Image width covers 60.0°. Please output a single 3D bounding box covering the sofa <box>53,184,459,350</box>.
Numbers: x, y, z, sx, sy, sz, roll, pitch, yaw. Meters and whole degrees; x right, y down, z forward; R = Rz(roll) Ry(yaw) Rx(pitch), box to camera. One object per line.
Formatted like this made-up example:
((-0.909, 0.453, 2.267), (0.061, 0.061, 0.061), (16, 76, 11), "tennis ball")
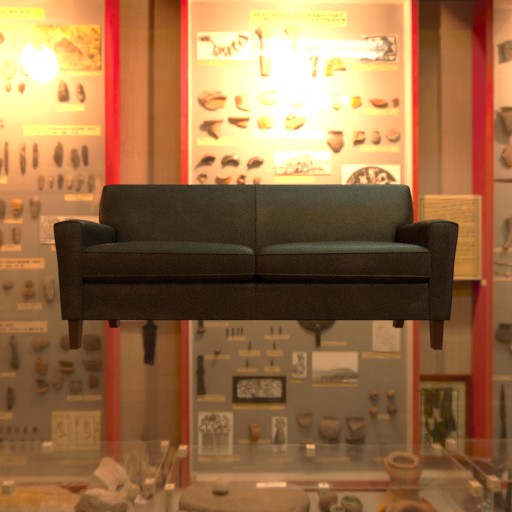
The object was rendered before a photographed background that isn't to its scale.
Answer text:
((0.000, 0.000, 2.595), (2.053, 0.947, 0.805), (0, 1, 0), "sofa")
